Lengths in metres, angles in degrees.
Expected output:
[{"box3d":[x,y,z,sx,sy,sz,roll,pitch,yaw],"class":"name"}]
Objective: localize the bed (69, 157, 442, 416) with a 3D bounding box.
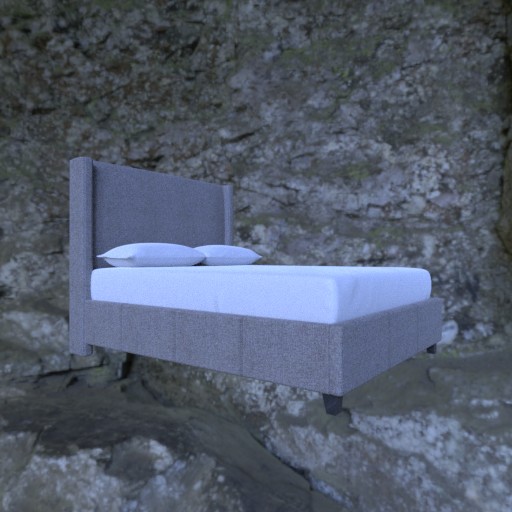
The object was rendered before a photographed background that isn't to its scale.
[{"box3d":[0.000,0.000,3.349,2.245,1.476,1.714,0,0,37],"class":"bed"}]
